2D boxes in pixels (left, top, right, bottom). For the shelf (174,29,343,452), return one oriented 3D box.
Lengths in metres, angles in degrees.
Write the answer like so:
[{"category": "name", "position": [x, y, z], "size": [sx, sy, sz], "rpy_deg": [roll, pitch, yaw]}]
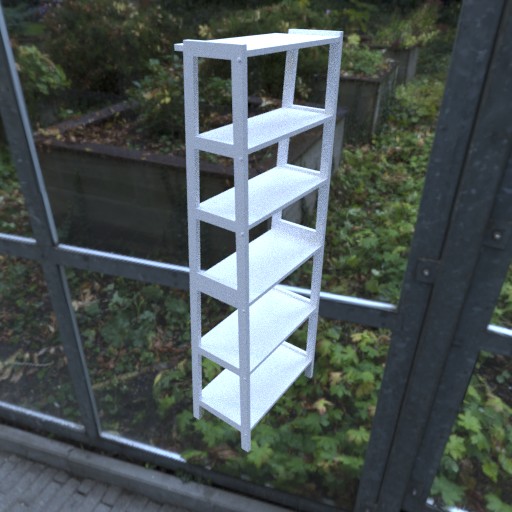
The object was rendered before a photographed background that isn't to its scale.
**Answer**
[{"category": "shelf", "position": [0.000, 0.000, 2.111], "size": [0.381, 1.892, 0.660], "rpy_deg": [21, 36, 31]}]
